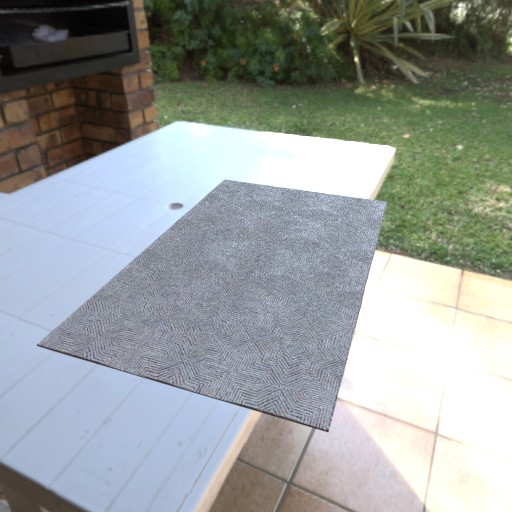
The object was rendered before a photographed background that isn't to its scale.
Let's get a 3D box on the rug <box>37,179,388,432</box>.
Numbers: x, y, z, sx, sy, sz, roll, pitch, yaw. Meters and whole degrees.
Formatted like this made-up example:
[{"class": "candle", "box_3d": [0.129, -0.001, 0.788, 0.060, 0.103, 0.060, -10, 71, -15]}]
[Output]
[{"class": "rug", "box_3d": [0.000, 0.000, 3.023, 1.519, 0.007, 2.428, 11, 33, 17]}]
